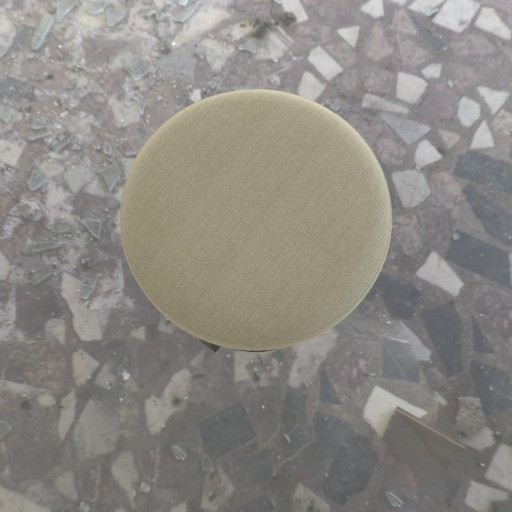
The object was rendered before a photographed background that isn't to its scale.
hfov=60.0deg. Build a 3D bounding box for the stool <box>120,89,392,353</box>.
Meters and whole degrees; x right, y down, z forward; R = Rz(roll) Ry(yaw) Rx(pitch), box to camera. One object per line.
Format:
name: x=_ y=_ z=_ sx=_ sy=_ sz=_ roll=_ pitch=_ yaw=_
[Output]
stool: x=0.000 y=0.000 z=0.973 sx=0.449 sy=0.655 sz=0.449 roll=0 pitch=75 yaw=0
